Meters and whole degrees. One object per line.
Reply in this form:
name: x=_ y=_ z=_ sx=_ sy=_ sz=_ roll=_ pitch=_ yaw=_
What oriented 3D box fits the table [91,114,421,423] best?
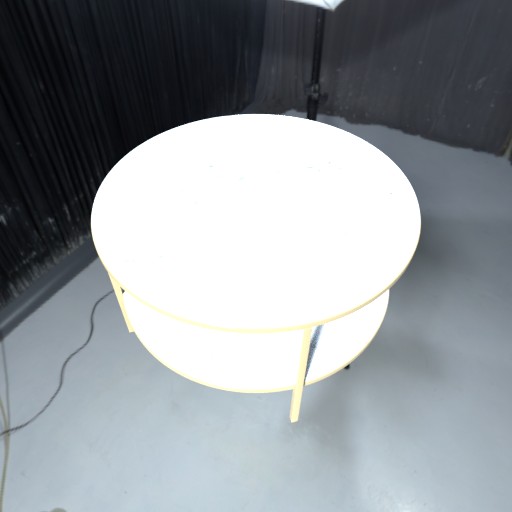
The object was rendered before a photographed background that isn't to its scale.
table: x=0.000 y=0.000 z=1.267 sx=0.800 sy=0.450 sz=0.800 roll=0 pitch=46 yaw=0
